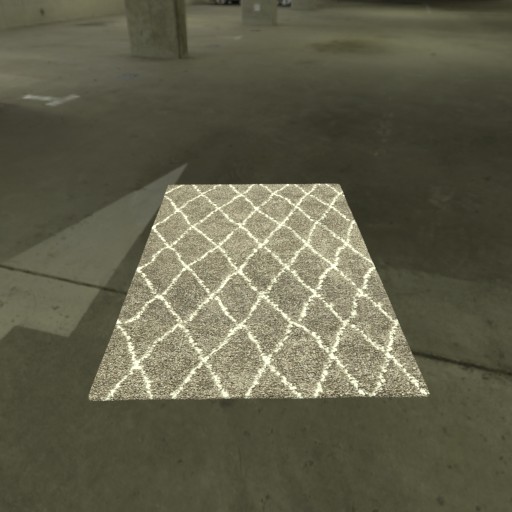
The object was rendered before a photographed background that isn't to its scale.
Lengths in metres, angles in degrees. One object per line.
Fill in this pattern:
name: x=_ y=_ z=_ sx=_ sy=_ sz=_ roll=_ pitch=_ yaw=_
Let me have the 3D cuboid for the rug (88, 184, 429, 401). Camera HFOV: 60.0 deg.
rug: x=0.000 y=0.000 z=3.450 sx=1.778 sy=0.030 sz=2.743 roll=0 pitch=32 yaw=-1
